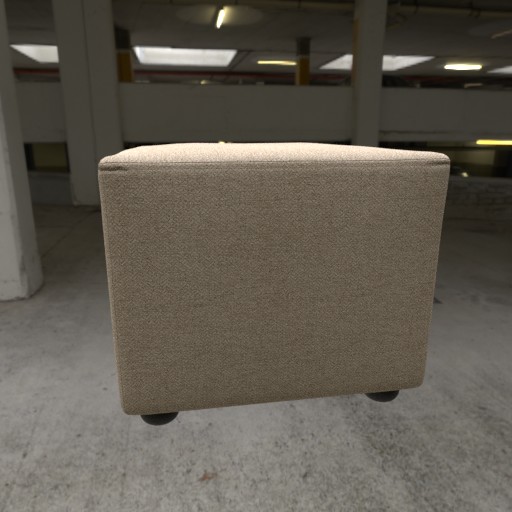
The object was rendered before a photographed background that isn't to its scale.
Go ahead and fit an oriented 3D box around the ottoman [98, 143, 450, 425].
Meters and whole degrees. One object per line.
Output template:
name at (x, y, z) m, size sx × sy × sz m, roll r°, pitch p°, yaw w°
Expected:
ottoman at (0.000, 0.000, 0.882) m, size 0.508 × 0.432 × 0.508 m, roll -3°, pitch 16°, yaw -9°
